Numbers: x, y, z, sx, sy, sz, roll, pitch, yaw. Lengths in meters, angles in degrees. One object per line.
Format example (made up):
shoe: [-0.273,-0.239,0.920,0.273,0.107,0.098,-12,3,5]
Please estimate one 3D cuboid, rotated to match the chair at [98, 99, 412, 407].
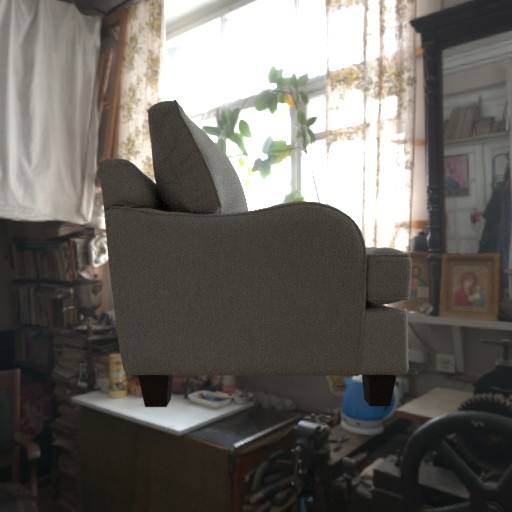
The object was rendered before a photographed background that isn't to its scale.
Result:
chair: [0.000,0.000,2.019,1.041,1.016,1.220,0,-1,-1]
